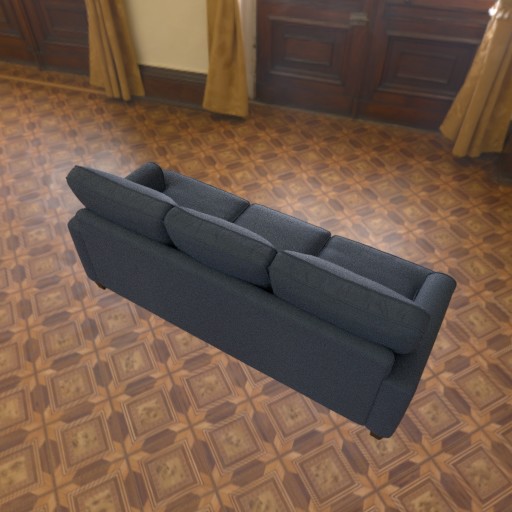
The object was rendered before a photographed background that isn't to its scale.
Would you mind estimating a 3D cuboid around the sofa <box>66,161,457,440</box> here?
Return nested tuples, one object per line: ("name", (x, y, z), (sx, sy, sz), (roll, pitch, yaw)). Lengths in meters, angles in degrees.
("sofa", (0.000, 0.000, 2.633), (2.158, 0.965, 0.951), (23, 50, 21))
